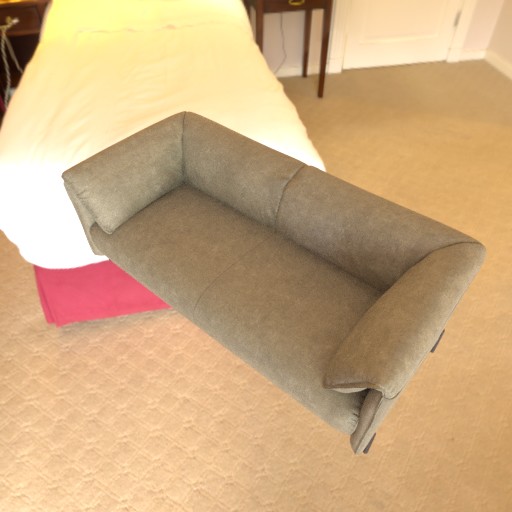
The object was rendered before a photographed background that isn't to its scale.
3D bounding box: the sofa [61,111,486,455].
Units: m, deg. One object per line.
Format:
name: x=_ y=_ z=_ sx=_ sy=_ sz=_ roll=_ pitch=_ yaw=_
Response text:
sofa: x=0.000 y=0.000 z=2.274 sx=1.878 sy=0.747 sz=0.905 roll=31 pitch=53 yaw=27
